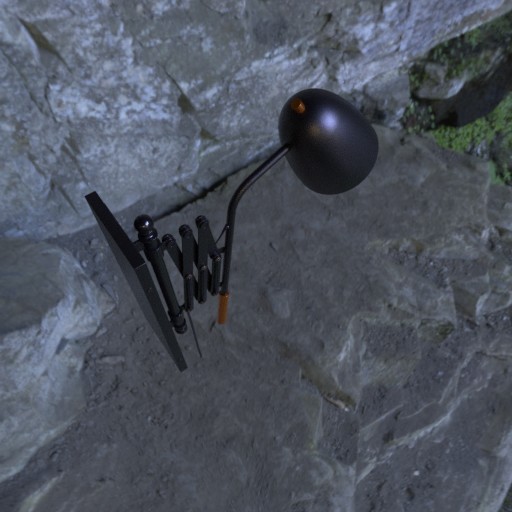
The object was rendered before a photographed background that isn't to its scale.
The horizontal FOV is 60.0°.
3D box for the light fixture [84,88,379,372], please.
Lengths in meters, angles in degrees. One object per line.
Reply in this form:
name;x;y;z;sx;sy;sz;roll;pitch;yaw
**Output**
light fixture;0.000;0.000;0.931;0.499;0.715;0.162;-32;63;-18
